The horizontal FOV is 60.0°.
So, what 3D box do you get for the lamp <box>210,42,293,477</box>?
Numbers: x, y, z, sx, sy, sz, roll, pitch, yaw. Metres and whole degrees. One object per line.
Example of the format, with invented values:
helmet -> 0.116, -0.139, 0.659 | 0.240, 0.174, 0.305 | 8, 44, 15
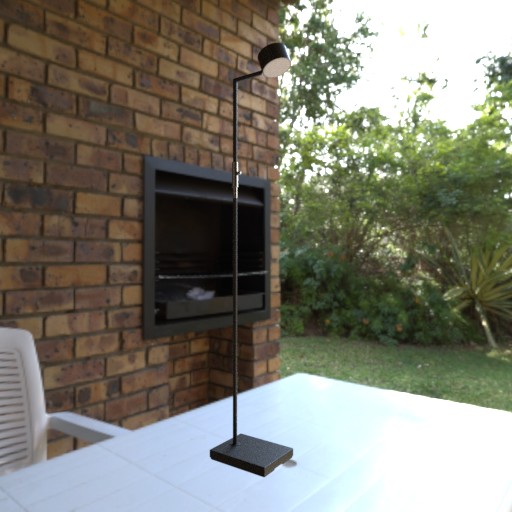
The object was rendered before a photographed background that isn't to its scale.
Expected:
lamp -> 0.000, 0.000, 1.745 | 0.304, 1.600, 0.203 | 0, -1, 35
